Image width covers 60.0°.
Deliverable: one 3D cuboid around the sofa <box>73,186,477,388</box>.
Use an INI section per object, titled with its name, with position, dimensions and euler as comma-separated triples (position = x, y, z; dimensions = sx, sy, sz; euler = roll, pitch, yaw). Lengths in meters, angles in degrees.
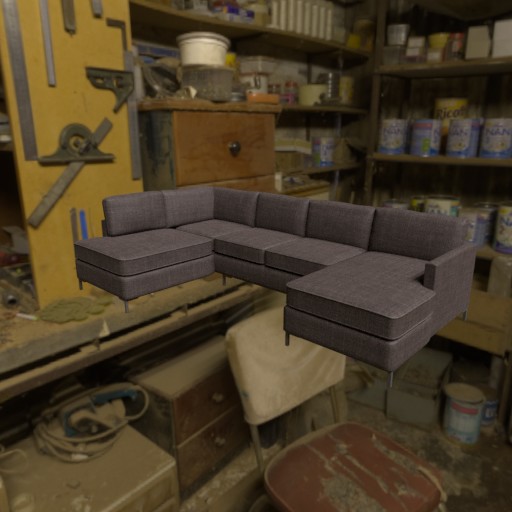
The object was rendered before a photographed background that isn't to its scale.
[sofa]
position = 0.000, 0.000, 4.281
dimensions = 3.423, 0.999, 2.048
euler = 14, 21, 41
